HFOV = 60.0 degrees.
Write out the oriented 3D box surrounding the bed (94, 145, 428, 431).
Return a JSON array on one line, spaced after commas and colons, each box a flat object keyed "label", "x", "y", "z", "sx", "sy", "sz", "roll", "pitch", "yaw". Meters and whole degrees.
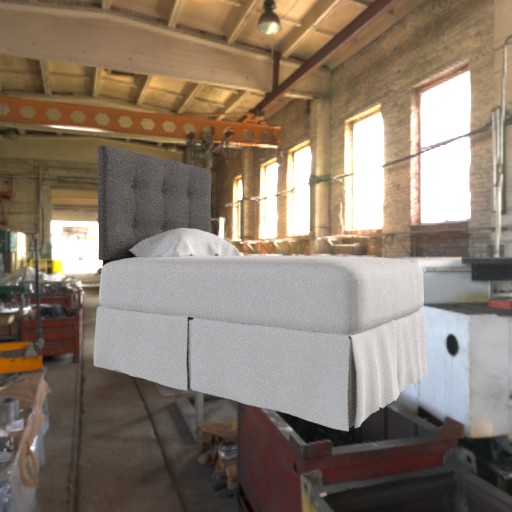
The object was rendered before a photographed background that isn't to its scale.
[{"label": "bed", "x": 0.000, "y": 0.000, "z": 3.029, "sx": 1.997, "sy": 1.571, "sz": 1.261, "roll": 0, "pitch": 0, "yaw": 36}]
